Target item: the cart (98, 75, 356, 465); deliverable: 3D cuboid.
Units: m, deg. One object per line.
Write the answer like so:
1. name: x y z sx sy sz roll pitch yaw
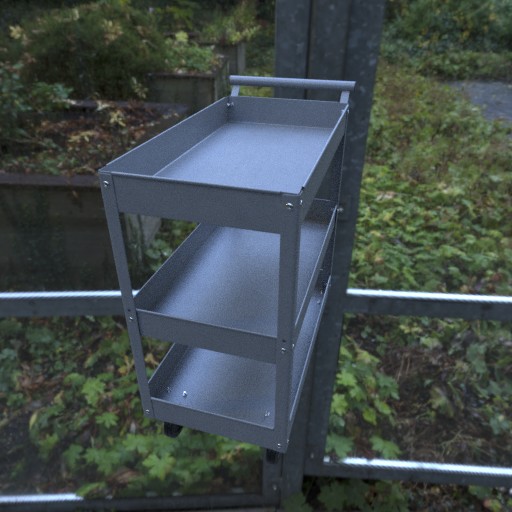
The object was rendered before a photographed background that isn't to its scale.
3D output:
1. cart: 0.000 0.000 1.175 0.366 0.780 0.719 9 32 14
